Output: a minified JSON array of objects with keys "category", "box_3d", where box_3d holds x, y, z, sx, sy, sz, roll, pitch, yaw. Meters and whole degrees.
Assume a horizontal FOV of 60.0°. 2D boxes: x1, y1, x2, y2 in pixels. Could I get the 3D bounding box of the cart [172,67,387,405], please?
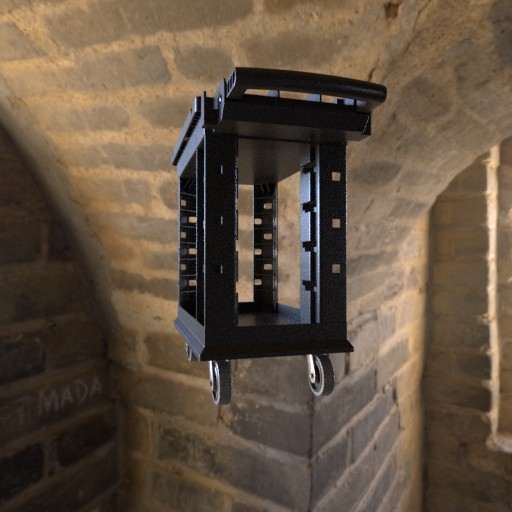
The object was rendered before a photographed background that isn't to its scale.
[{"category":"cart","box_3d":[0.000,0.000,1.542,0.497,0.884,1.061,0,-1,-16]}]
